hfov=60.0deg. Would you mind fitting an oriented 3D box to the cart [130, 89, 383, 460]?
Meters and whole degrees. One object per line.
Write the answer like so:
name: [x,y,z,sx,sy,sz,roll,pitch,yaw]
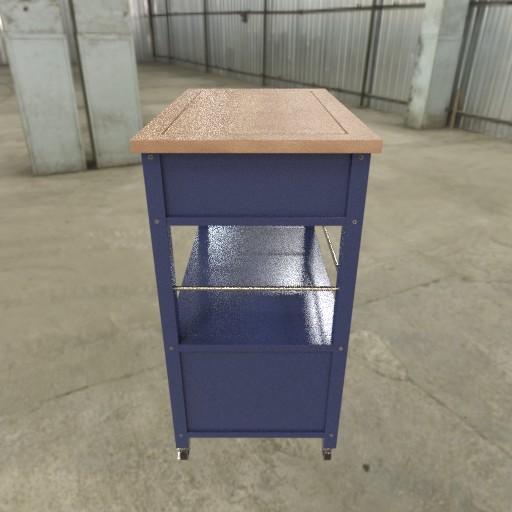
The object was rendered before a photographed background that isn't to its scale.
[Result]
cart: [0.000,0.000,1.377,0.459,0.901,0.840,0,27,0]
